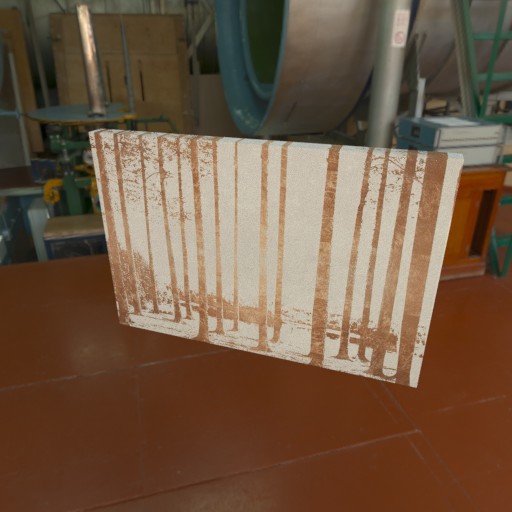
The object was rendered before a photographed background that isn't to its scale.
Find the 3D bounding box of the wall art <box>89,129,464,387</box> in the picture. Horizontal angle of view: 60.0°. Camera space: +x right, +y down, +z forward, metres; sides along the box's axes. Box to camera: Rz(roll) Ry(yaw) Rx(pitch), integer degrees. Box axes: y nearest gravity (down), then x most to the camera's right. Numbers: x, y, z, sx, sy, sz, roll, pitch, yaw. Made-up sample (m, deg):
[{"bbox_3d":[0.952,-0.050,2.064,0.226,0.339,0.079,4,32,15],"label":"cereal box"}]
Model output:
[{"bbox_3d":[0.000,0.000,0.794,0.609,0.405,0.035,8,27,17],"label":"wall art"}]
